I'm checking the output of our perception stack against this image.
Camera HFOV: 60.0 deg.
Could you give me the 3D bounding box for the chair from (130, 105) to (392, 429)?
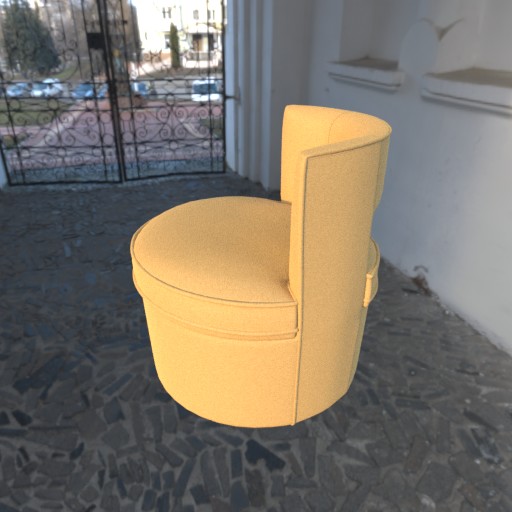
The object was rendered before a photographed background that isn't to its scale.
[{"bbox_3d":[0.000,0.000,1.219,0.665,0.723,0.650,0,27,1],"label":"chair"}]
